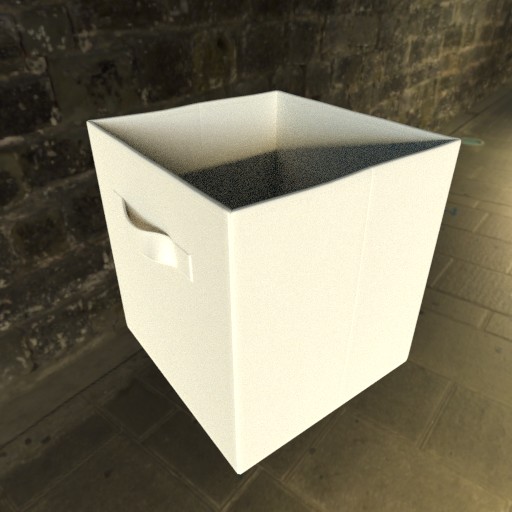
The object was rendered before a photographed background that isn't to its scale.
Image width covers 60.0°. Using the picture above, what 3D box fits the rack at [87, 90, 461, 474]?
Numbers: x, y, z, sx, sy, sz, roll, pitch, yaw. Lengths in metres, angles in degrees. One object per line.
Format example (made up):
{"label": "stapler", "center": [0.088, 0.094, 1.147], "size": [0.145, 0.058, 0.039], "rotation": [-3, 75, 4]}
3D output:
{"label": "rack", "center": [0.000, 0.000, 0.495], "size": [0.270, 0.280, 0.270], "rotation": [-21, 38, -30]}
